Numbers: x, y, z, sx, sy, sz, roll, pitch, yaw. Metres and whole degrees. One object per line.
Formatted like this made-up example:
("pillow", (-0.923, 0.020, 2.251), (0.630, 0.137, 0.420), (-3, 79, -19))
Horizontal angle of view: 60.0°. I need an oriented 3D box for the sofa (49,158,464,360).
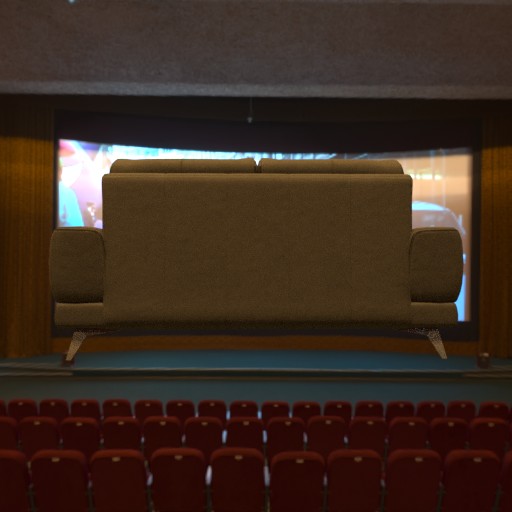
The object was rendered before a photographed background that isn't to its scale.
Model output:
("sofa", (0.000, 0.000, 2.376), (1.806, 0.907, 1.018), (0, -1, -1))
